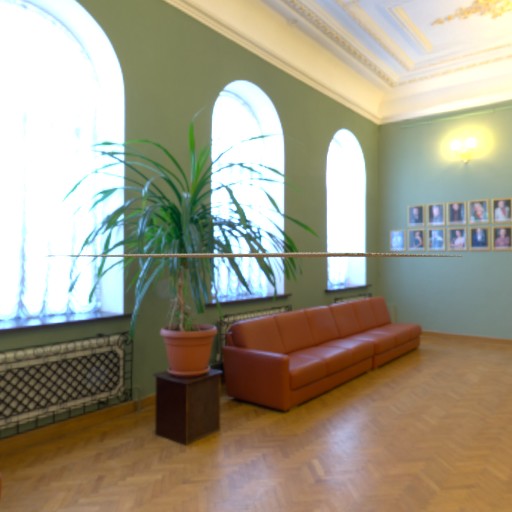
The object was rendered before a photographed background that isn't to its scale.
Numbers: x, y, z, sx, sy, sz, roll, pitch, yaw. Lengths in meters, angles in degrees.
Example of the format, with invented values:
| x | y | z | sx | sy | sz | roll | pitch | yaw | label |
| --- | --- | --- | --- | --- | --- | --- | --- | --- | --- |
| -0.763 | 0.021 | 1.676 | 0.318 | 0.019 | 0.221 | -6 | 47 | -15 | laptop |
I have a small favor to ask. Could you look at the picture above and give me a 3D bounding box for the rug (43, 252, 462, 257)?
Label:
| x | y | z | sx | sy | sz | roll | pitch | yaw | label |
| --- | --- | --- | --- | --- | --- | --- | --- | --- | --- |
| 0.000 | 0.000 | 3.908 | 2.940 | 0.013 | 2.312 | 0 | -1 | 36 | rug |
